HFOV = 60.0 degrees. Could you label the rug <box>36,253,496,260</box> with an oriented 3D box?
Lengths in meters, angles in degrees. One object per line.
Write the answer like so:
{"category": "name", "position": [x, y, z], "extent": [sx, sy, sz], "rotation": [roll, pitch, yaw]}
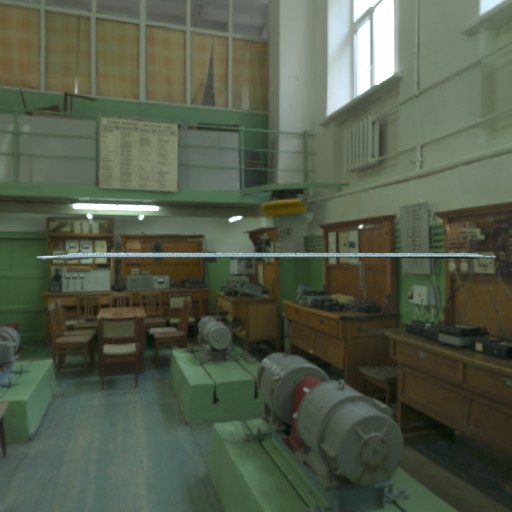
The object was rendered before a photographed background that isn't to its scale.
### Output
{"category": "rug", "position": [0.000, 0.000, 2.792], "extent": [2.307, 0.031, 1.494], "rotation": [0, 0, -19]}
